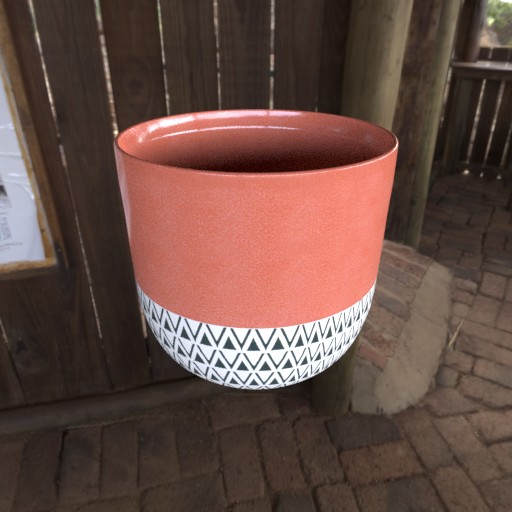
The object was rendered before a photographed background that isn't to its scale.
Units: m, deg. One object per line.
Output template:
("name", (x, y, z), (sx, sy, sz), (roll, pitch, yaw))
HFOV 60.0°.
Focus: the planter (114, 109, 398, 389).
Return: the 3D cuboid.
("planter", (0.000, 0.000, 0.491), (0.266, 0.270, 0.266), (0, 28, 0))
